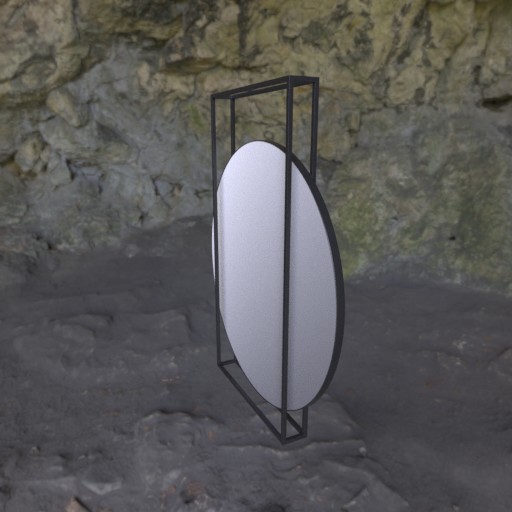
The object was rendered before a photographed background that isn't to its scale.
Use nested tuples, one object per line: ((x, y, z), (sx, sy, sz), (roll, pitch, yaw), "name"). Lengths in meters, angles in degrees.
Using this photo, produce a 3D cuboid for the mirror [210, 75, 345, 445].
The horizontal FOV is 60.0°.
((0.000, 0.000, 0.843), (0.051, 0.603, 0.508), (-7, 16, -25), "mirror")
